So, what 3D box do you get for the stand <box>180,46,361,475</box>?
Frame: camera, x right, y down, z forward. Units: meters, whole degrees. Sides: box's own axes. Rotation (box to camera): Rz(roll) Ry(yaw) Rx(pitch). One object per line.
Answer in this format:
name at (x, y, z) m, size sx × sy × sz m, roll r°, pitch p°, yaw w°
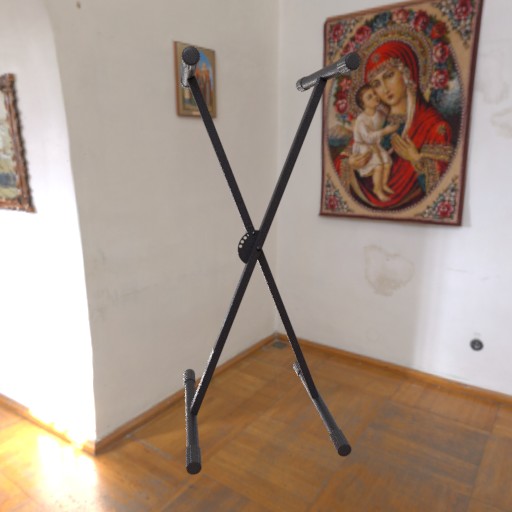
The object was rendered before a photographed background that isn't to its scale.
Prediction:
stand at (0.000, 0.000, 1.177) m, size 0.409 × 0.940 × 0.449 m, roll -2°, pitch 14°, yaw -9°
